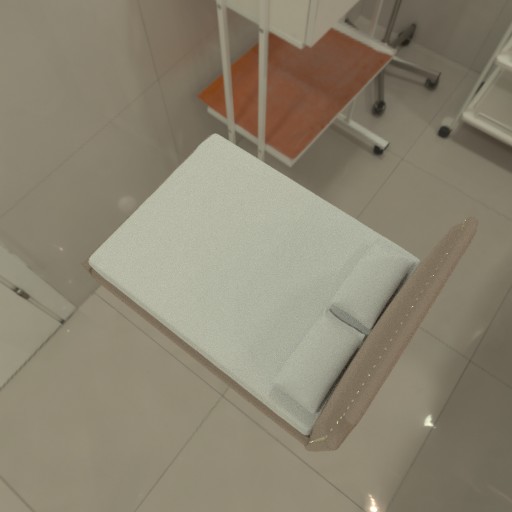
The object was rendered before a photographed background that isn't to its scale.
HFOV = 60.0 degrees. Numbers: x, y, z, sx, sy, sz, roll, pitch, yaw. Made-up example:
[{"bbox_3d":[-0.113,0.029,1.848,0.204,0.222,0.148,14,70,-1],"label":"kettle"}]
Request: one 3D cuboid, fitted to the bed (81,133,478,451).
[{"bbox_3d":[0.000,0.000,3.390,2.372,1.443,1.713,35,70,14],"label":"bed"}]
